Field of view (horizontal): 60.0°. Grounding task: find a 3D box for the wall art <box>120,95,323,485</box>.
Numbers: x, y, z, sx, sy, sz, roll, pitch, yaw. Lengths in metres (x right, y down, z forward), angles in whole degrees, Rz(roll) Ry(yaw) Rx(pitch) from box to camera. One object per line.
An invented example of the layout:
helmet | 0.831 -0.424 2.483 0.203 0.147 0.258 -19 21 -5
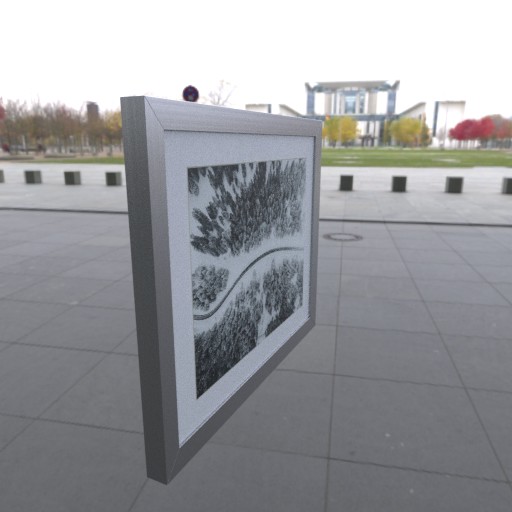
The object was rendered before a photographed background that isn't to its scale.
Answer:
wall art | 0.000 0.000 0.741 0.032 0.456 0.557 7 16 26
